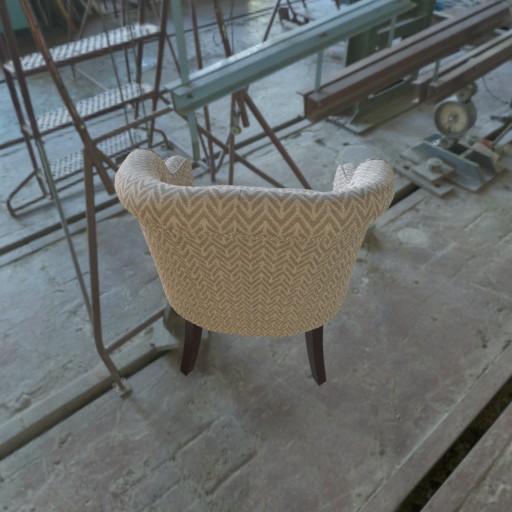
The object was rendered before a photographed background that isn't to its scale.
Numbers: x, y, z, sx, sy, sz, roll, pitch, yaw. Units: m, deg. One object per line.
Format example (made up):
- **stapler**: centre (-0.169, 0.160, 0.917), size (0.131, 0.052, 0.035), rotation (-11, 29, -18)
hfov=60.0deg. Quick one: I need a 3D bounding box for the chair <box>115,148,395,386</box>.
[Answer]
- **chair**: centre (0.000, 0.000, 1.307), size (0.686, 0.858, 0.613), rotation (3, 45, 3)
